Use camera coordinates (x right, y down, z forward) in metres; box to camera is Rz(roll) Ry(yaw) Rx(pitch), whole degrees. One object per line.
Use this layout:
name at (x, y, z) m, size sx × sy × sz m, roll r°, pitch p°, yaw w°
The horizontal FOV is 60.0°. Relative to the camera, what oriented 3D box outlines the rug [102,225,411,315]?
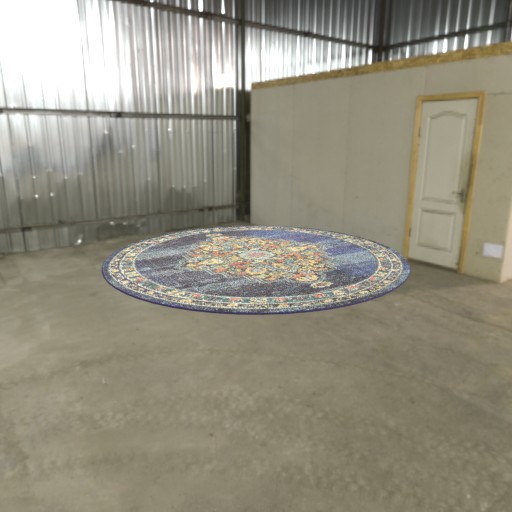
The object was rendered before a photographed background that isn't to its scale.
rug at (0.000, 0.000, 3.609) m, size 2.386 × 0.014 × 2.386 m, roll 0°, pitch 16°, yaw 0°
